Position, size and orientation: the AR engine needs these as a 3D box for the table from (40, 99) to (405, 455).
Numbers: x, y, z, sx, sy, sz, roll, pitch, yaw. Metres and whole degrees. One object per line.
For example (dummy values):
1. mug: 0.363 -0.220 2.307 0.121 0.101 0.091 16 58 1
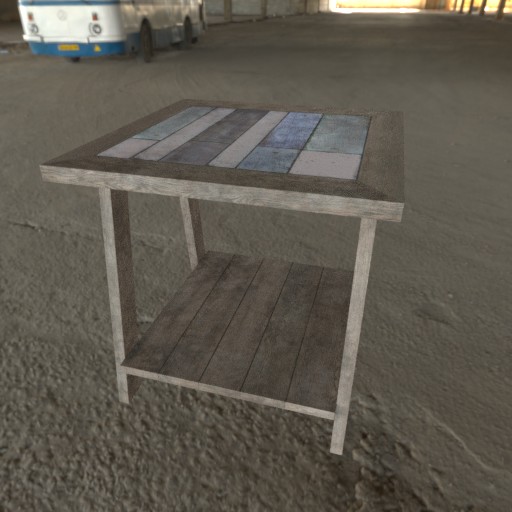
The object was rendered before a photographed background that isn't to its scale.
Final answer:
1. table: 0.000 0.000 1.104 0.610 0.610 0.610 8 31 14
